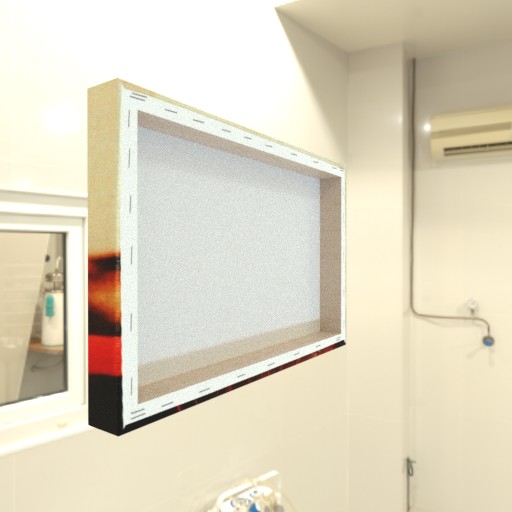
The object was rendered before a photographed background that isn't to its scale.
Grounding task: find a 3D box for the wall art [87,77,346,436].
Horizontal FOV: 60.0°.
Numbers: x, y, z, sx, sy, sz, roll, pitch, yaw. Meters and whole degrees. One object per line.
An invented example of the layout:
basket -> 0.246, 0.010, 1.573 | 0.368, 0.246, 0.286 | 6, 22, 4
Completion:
wall art -> 0.000, 0.000, 0.475 | 0.037, 0.251, 0.383 | 0, 0, 36
